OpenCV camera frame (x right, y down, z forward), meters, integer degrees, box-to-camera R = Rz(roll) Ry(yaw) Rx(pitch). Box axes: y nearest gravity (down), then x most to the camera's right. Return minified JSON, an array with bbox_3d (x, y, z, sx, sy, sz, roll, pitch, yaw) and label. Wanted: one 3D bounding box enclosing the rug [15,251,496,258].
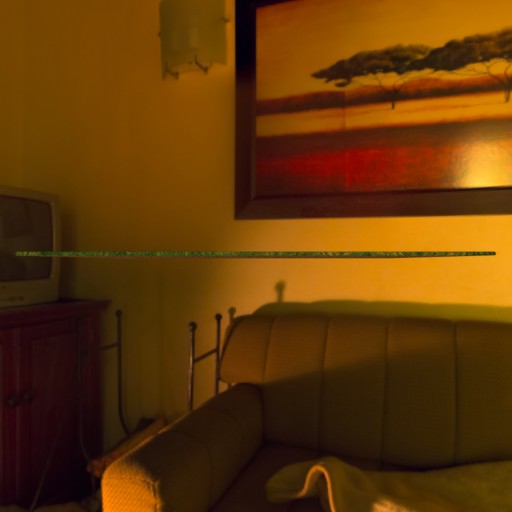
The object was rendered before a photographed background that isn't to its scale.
[{"bbox_3d":[0.000,0.000,4.161,3.217,0.027,2.405,0,-1,0],"label":"rug"}]
